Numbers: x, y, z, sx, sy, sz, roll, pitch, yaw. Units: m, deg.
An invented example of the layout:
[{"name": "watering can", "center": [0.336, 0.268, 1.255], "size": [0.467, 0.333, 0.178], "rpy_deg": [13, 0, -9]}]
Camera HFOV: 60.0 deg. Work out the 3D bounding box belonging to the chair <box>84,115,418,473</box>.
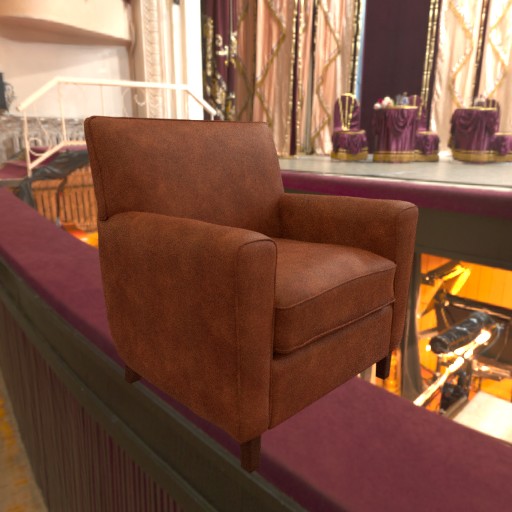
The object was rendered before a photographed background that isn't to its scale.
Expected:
[{"name": "chair", "center": [0.000, 0.000, 1.562], "size": [0.870, 0.943, 0.823], "rpy_deg": [-14, 20, -42]}]
